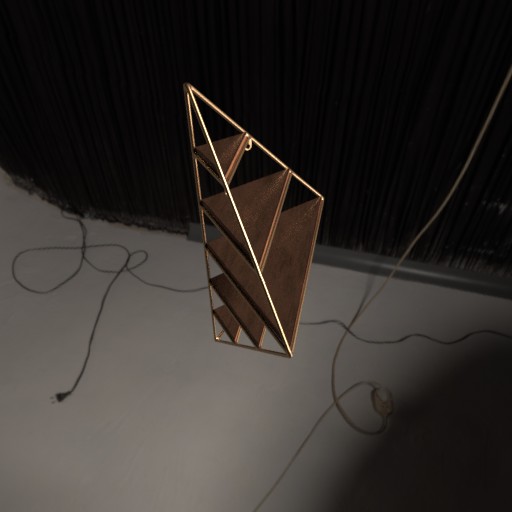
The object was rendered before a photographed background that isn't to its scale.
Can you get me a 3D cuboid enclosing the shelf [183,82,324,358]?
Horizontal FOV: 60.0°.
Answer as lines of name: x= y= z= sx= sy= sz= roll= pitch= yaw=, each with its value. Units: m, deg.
shelf: x=0.000 y=0.000 z=1.178 sx=0.294 sy=0.913 sz=0.564 roll=10 pitch=47 yaw=9
